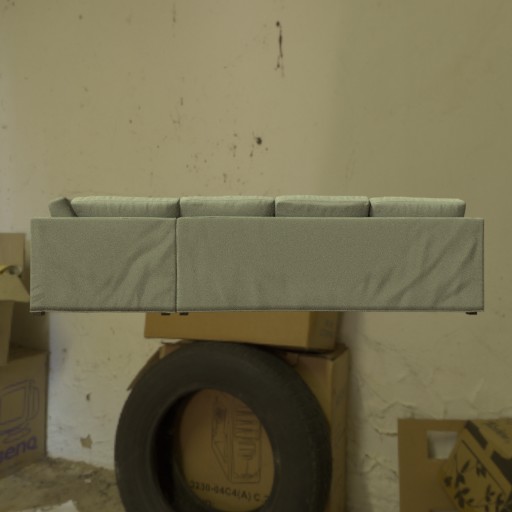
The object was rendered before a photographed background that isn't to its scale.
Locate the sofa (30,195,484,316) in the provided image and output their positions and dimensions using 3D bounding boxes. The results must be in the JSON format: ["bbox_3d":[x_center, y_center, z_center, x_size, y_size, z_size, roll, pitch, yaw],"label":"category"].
[{"bbox_3d":[0.000,0.000,4.279,3.182,0.871,2.432,0,-1,-1],"label":"sofa"}]
